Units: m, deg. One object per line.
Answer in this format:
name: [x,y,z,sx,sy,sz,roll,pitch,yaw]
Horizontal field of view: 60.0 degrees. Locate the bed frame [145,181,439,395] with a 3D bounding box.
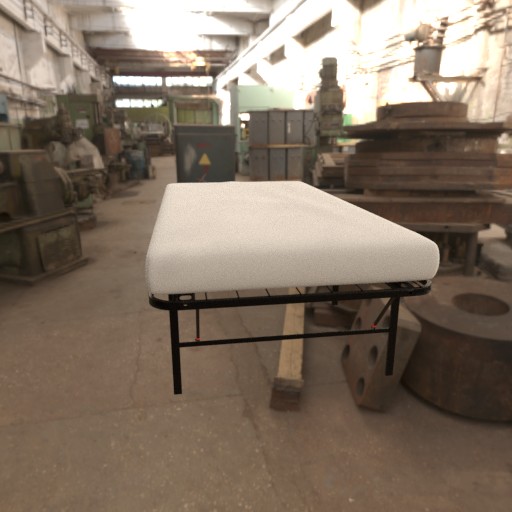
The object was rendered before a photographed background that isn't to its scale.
bed frame: [0.000,0.000,2.371,0.989,0.619,1.903,-2,16,-9]
